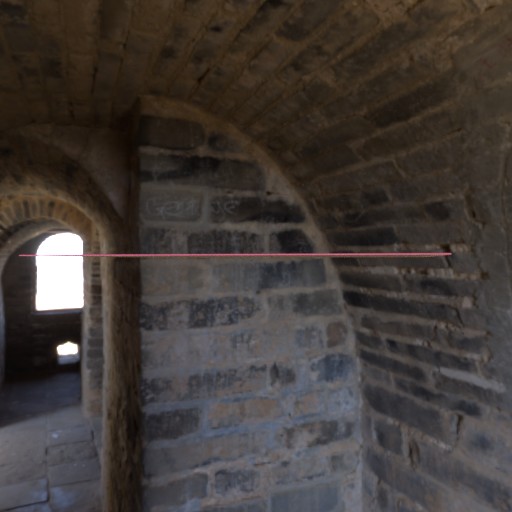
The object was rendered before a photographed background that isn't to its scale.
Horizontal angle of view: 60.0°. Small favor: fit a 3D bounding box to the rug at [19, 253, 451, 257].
[{"bbox_3d":[0.000,0.000,3.908,2.929,0.012,2.300,0,-1,18],"label":"rug"}]
